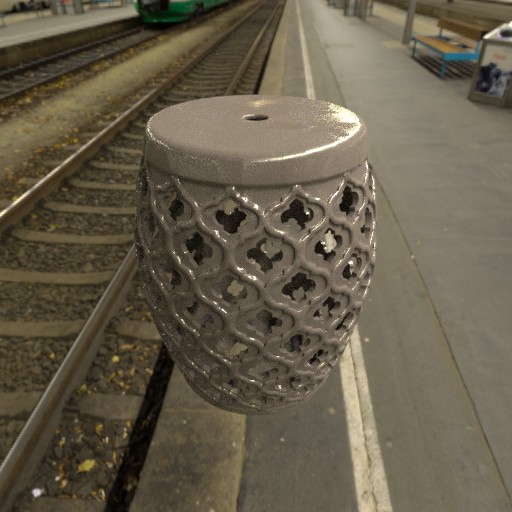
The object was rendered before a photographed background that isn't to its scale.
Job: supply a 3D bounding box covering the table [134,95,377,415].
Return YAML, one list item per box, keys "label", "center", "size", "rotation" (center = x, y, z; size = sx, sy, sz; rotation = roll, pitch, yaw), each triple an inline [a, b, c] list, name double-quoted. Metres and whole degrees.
- label: "table"
  center: [0.000, 0.000, 0.629]
  size: [0.325, 0.388, 0.325]
  rotation: [0, 32, 0]
